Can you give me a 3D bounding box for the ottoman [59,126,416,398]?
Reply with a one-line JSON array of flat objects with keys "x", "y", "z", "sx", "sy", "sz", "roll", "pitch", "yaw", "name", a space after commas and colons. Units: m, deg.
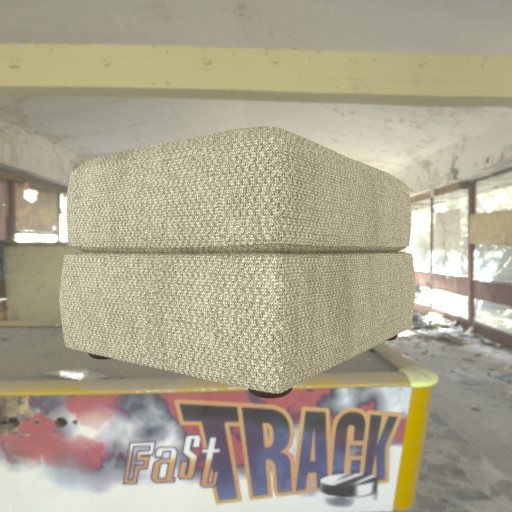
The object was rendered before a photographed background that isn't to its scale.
[{"x": 0.000, "y": 0.000, "z": 1.130, "sx": 0.603, "sy": 0.476, "sz": 0.751, "roll": 1, "pitch": 1, "yaw": 35, "name": "ottoman"}]
